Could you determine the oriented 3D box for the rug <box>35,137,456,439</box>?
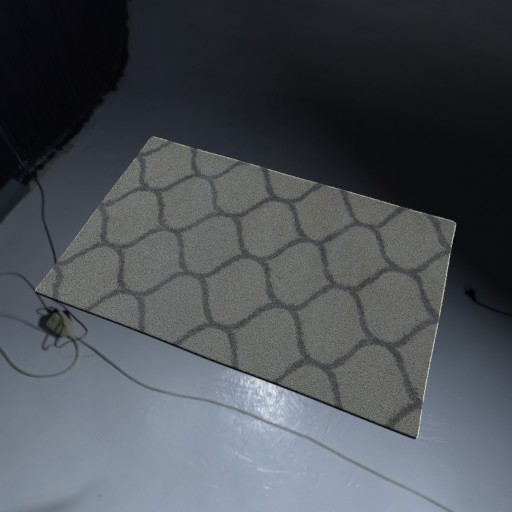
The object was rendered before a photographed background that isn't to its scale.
[{"bbox_3d":[0.000,0.000,2.876,2.348,0.024,1.501,18,59,12],"label":"rug"}]
